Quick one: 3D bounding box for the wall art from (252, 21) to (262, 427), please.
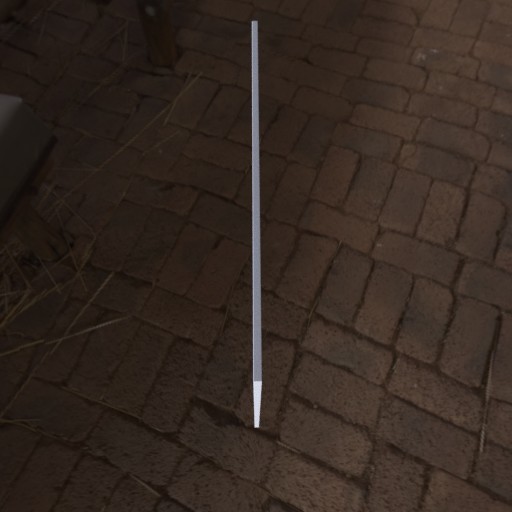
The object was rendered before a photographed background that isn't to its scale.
[{"bbox_3d":[0.000,0.000,0.833,0.009,0.559,0.558,0,64,0],"label":"wall art"}]
